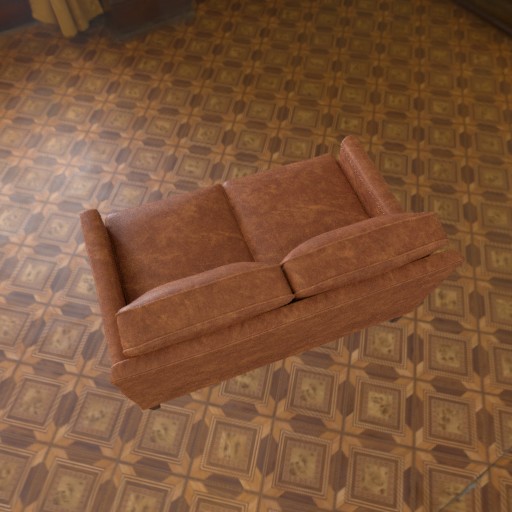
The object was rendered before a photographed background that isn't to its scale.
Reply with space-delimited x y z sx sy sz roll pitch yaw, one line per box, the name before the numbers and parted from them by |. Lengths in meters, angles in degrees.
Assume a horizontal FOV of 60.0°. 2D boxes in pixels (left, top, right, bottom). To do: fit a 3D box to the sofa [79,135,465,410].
sofa | 0.000 0.000 2.283 1.597 1.003 1.084 -18 60 -11
